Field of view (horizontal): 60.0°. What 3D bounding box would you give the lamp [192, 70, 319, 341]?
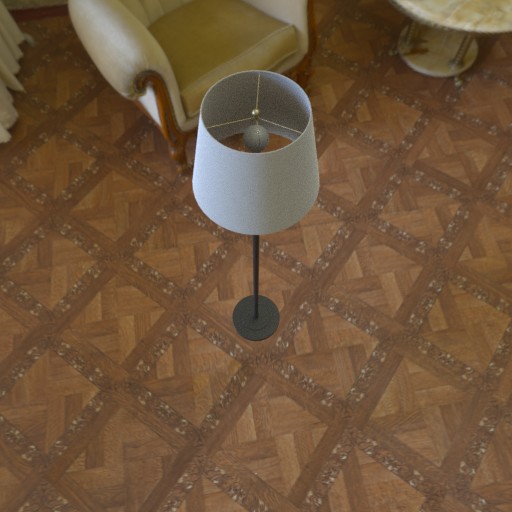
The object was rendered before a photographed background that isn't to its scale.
[{"bbox_3d":[0.000,0.000,1.644,0.348,1.473,0.348,31,68,14],"label":"lamp"}]
